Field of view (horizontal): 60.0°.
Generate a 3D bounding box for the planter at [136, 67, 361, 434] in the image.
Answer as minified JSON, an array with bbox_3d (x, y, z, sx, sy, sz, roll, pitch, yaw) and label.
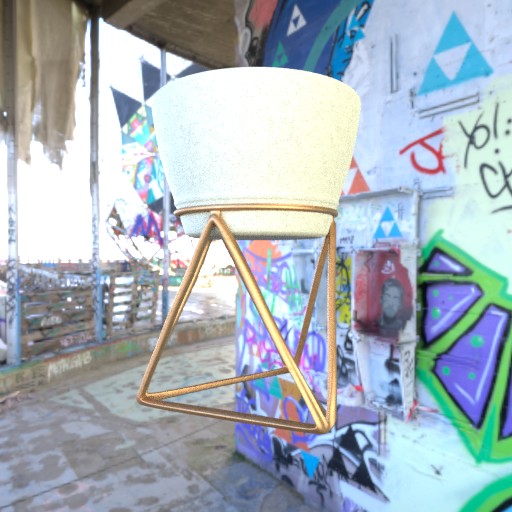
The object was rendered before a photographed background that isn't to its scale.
[{"bbox_3d":[0.000,0.000,0.762,0.350,0.504,0.350,0,0,-36],"label":"planter"}]
